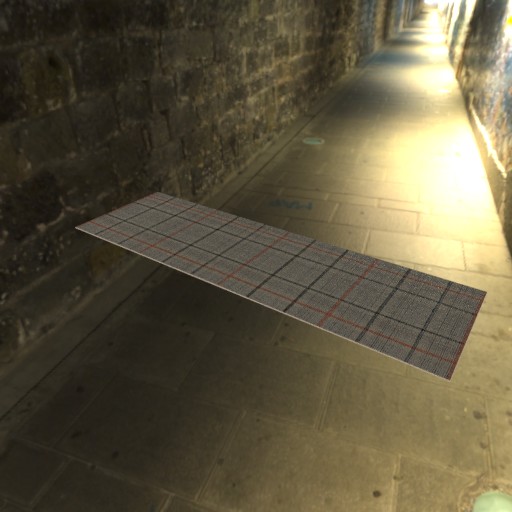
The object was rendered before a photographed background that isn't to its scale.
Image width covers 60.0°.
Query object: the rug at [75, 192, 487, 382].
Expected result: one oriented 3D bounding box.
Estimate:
[{"bbox_3d":[0.000,0.000,2.665,2.439,0.008,0.762,19,35,29],"label":"rug"}]
